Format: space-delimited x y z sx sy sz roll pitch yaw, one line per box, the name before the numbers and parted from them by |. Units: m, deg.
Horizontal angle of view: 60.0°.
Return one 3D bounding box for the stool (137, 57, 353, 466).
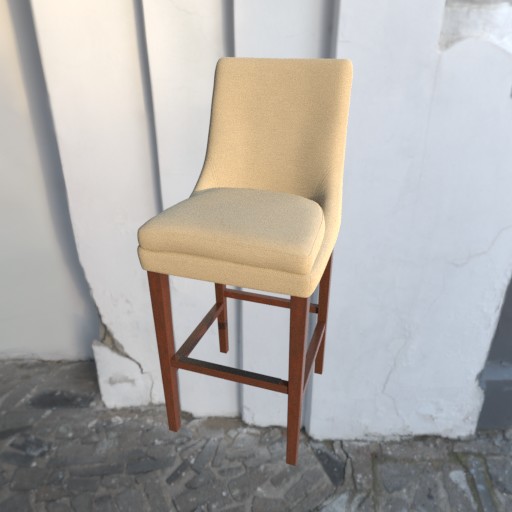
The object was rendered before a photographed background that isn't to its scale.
stool | 0.000 0.000 1.343 0.470 1.078 0.577 9 28 17
